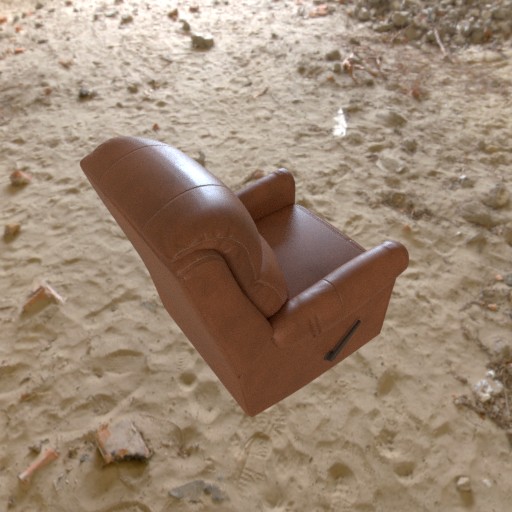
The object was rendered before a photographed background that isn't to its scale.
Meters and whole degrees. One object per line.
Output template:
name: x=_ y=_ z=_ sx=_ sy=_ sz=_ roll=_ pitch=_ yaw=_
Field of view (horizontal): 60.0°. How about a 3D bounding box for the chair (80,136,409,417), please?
chair: x=0.000 y=0.000 z=1.832 sx=1.014 sy=1.054 sz=0.838 roll=-25 pitch=47 yaw=-26
